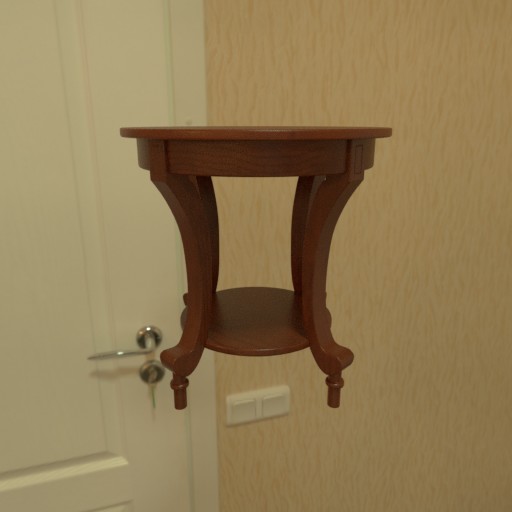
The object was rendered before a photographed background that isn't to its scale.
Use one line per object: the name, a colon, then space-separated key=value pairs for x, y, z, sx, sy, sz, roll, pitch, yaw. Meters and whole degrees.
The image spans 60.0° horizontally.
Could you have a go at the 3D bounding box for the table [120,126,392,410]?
table: x=0.000 y=0.000 z=1.098 sx=0.597 sy=0.612 sz=0.597 roll=0 pitch=17 yaw=0
